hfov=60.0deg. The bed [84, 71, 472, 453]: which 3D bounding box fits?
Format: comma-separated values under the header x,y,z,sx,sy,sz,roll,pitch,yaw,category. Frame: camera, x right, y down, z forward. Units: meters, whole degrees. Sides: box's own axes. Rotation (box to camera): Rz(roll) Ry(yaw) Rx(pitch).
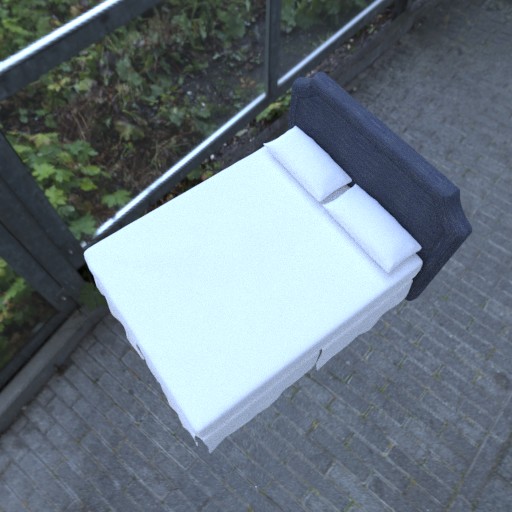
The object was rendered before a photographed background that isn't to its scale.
x,y,z,sx,sy,sz,roll,pitch,yaw,category
0.000,0.000,3.140,2.116,1.290,1.693,-33,67,-16,bed
